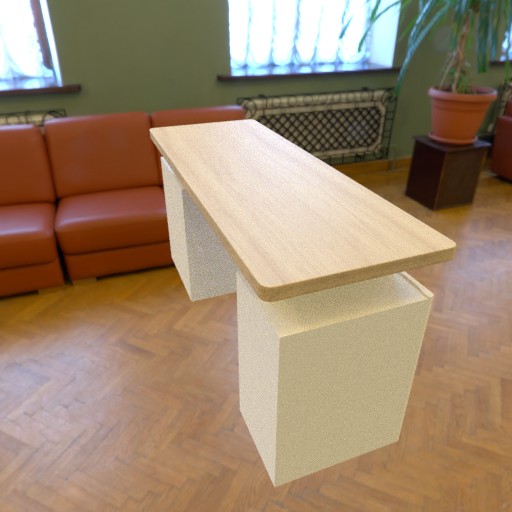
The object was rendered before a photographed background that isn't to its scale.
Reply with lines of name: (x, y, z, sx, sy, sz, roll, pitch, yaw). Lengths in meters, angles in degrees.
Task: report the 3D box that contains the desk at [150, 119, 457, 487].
desk: (0.000, 0.000, 1.848, 0.550, 0.755, 1.500, -11, 32, -18)
